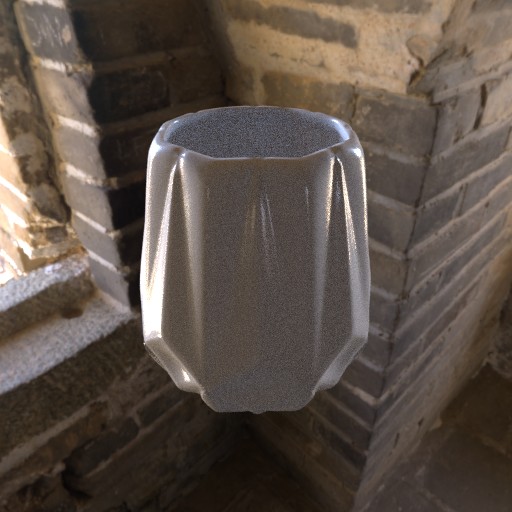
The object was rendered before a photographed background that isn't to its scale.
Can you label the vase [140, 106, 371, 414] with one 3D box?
[{"bbox_3d":[0.000,0.000,0.263,0.141,0.152,0.141,0,31,0],"label":"vase"}]
